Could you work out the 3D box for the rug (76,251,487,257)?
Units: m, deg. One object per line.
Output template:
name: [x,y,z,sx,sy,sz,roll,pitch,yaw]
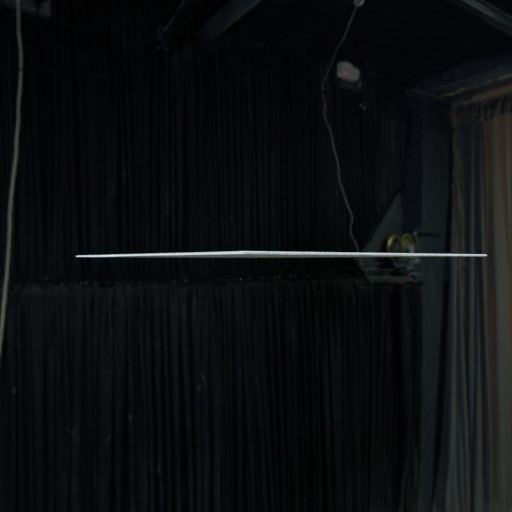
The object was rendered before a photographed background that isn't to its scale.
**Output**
rug: [0.000,0.000,3.891,2.288,0.018,2.895,0,-1,-37]
